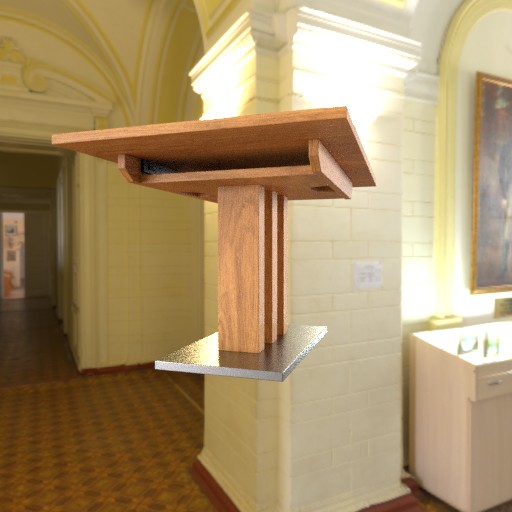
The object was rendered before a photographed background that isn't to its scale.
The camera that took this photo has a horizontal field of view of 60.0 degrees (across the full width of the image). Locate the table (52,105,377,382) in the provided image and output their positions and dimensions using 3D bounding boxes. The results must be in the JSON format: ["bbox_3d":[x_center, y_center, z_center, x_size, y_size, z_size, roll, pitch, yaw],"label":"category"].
[{"bbox_3d":[0.000,0.000,1.852,0.900,0.770,1.300,0,1,18],"label":"table"}]
